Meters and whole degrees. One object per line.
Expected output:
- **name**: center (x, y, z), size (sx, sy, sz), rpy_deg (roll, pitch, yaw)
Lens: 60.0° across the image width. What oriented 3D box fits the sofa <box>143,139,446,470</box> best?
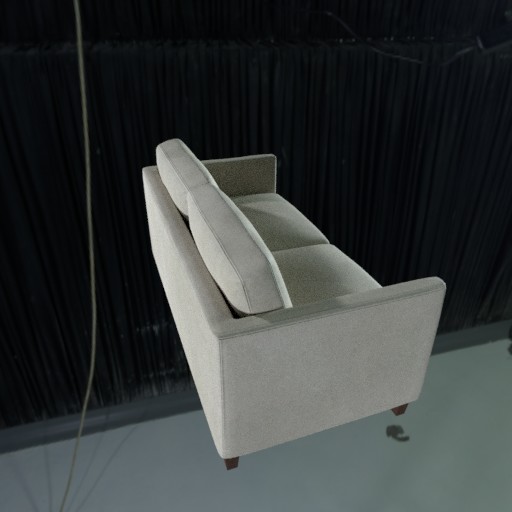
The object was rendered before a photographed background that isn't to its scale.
- **sofa**: center (0.000, 0.000, 2.407), size (0.950, 0.940, 1.846), rpy_deg (-10, 31, -17)
